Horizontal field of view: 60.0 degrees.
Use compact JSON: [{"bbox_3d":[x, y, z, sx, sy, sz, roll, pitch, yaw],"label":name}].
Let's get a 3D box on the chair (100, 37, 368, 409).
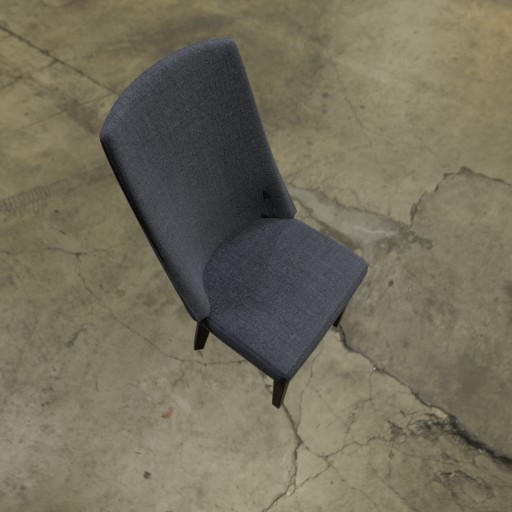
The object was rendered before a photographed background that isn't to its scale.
[{"bbox_3d":[0.000,0.000,1.329,0.577,1.050,0.510,33,64,19],"label":"chair"}]
